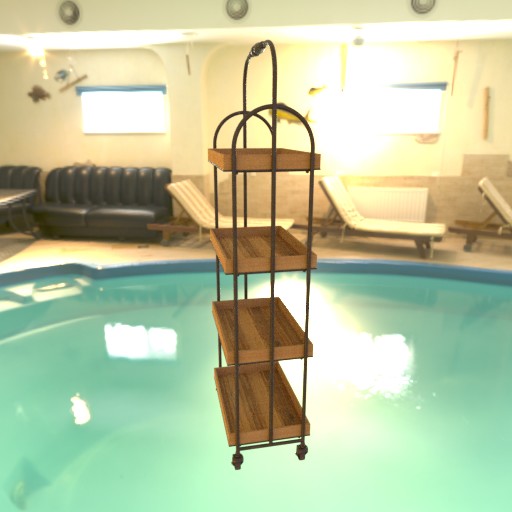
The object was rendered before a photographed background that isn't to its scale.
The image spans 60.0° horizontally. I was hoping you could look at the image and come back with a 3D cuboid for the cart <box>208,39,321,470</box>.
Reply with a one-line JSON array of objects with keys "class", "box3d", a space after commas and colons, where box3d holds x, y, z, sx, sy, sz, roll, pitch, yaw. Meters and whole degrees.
[{"class": "cart", "box3d": [0.000, 0.000, 1.701, 0.308, 1.481, 0.581, -3, 16, -11]}]
